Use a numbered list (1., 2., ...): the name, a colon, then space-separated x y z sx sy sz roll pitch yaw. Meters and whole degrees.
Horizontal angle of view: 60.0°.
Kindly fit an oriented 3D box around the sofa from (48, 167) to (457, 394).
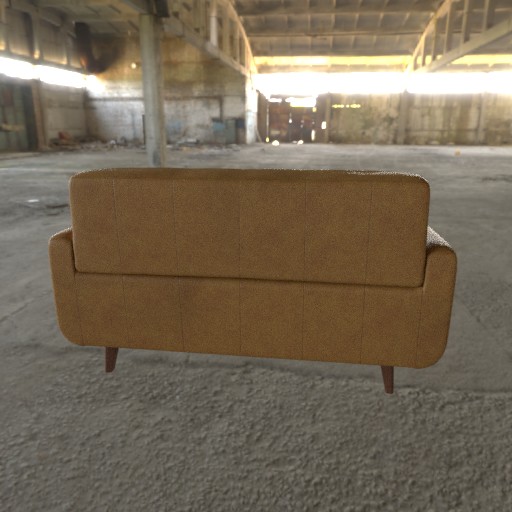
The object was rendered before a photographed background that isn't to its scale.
1. sofa: 0.000 0.000 2.235 1.651 0.925 0.952 2 17 7
